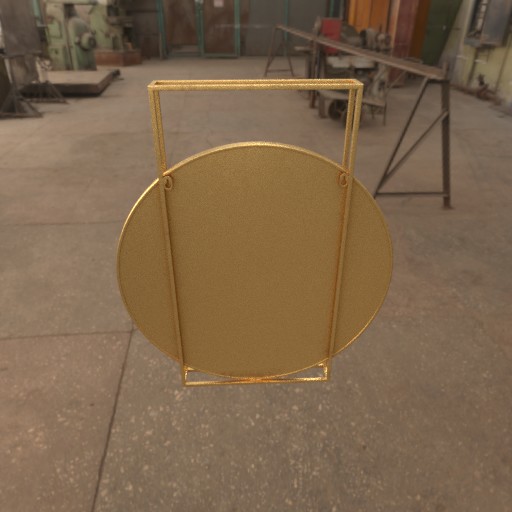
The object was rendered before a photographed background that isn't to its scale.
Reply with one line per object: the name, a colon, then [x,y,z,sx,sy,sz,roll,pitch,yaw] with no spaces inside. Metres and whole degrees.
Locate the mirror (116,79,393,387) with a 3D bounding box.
mirror: [0.000,0.000,0.817,0.508,0.603,0.051,-1,30,-2]
